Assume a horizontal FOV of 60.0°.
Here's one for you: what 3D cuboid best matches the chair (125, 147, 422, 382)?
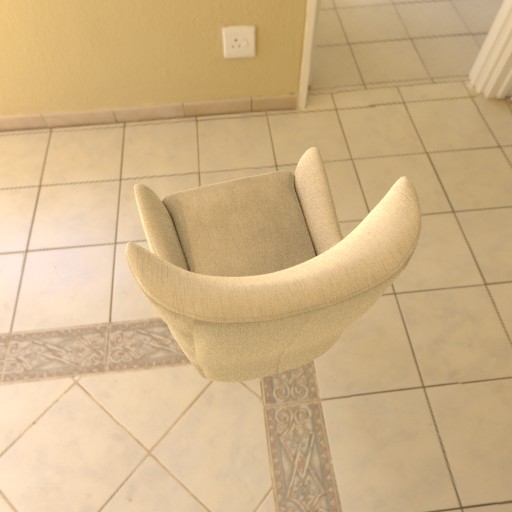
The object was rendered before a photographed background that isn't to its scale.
[{"bbox_3d":[0.000,0.000,1.647,0.779,1.000,0.904,-14,59,-8],"label":"chair"}]
